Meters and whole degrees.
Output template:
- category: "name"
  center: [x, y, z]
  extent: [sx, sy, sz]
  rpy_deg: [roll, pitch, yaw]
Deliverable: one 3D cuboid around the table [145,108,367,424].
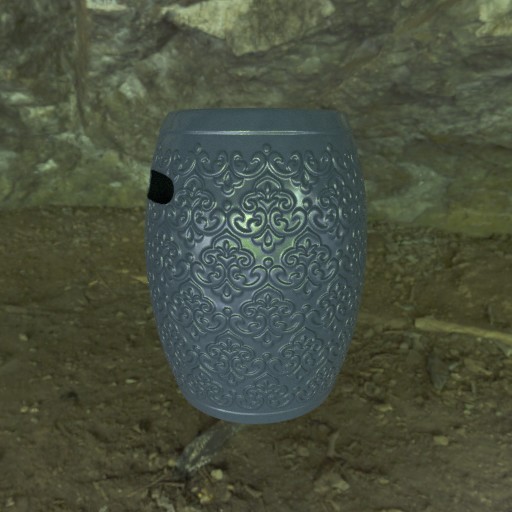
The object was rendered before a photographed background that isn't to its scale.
- category: "table"
  center: [0.000, 0.000, 0.639]
  extent: [0.309, 0.397, 0.309]
  rpy_deg: [0, 16, 0]
